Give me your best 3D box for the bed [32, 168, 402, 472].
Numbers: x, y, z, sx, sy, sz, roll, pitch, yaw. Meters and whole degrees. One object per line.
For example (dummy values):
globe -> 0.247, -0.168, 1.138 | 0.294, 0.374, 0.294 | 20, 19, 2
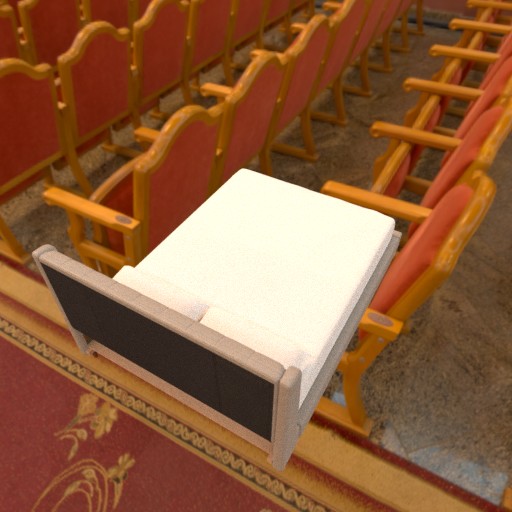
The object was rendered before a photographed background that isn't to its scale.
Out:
bed -> 0.000, 0.000, 3.277 | 1.656, 1.147, 2.232 | 22, 49, 21
